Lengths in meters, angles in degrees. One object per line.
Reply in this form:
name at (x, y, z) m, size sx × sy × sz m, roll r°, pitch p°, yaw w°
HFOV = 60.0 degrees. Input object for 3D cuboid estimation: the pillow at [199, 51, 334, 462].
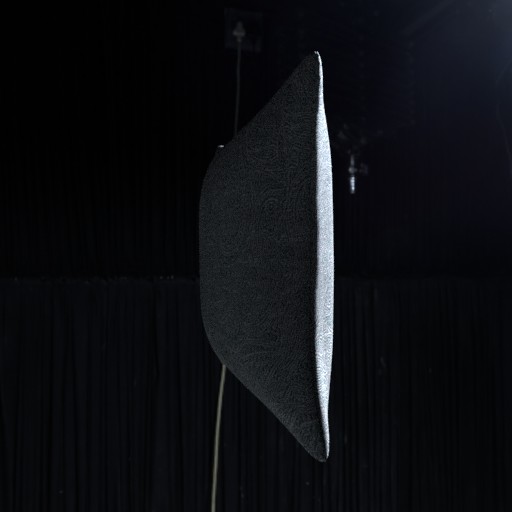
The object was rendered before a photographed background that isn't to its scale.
pillow at (0.000, 0.000, 0.790) m, size 0.166 × 0.507 × 0.526 m, roll 0°, pitch 0°, yaw -18°
